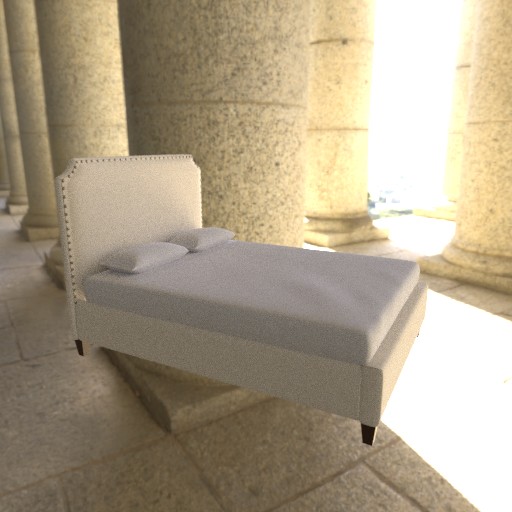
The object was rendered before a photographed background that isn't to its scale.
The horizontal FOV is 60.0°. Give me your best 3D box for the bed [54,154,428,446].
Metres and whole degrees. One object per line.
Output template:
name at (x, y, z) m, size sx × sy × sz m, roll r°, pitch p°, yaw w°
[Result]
bed at (0.000, 0.000, 3.445) m, size 2.372 × 1.497 × 1.712 m, roll 7°, pitch 16°, yaw 27°
